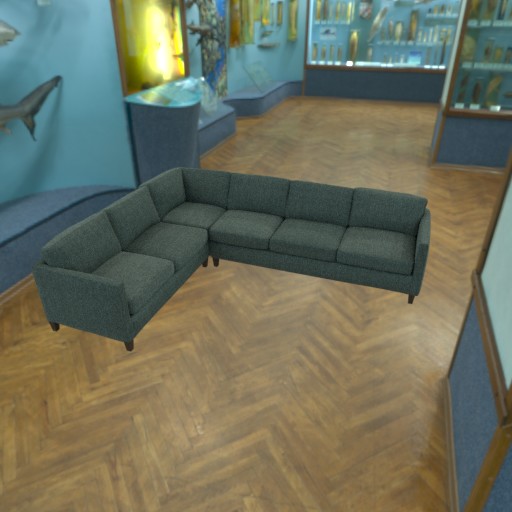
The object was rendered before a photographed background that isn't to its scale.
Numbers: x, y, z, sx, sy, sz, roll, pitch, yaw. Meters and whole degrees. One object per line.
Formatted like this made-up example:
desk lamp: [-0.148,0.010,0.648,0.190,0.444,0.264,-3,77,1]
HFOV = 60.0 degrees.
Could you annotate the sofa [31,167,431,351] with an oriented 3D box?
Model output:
sofa: [0.000,0.000,4.526,3.302,0.947,2.593,10,31,17]
